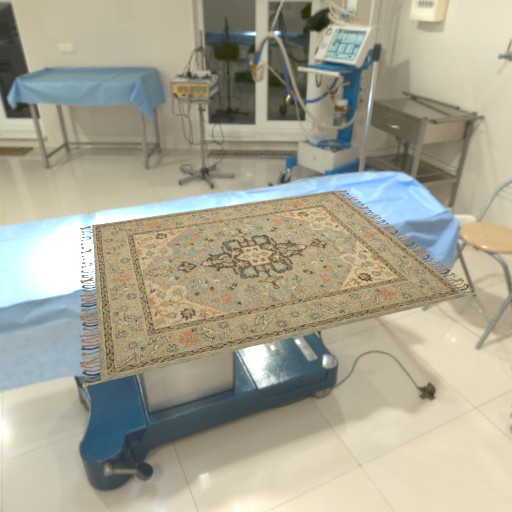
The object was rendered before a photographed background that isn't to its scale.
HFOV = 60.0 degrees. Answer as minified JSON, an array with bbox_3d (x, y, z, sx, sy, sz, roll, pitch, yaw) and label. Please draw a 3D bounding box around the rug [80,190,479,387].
[{"bbox_3d":[0.000,0.000,2.298,1.730,0.009,1.278,-10,33,-16],"label":"rug"}]
